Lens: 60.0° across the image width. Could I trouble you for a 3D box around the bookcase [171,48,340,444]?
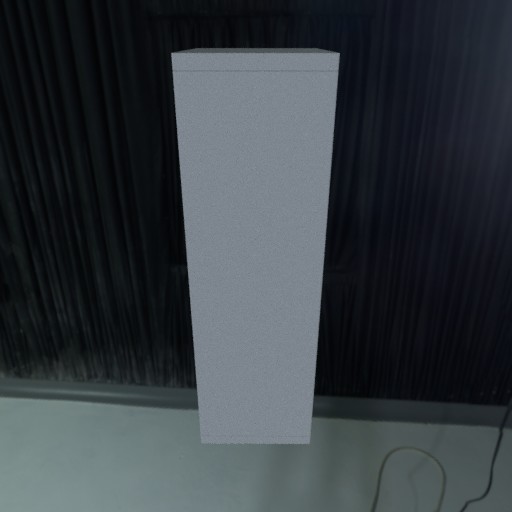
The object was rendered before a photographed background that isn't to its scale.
[{"bbox_3d":[0.000,0.000,1.282,0.330,1.080,0.390,0,26,0],"label":"bookcase"}]
